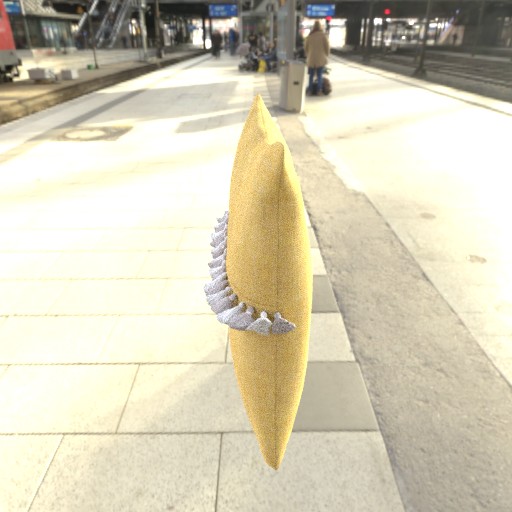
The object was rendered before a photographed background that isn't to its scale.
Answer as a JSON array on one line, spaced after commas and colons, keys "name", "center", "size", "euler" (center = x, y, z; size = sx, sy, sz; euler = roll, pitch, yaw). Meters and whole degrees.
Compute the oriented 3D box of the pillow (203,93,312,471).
[{"name": "pillow", "center": [0.000, 0.000, 0.767], "size": [0.167, 0.481, 0.485], "euler": [-1, 27, -2]}]
